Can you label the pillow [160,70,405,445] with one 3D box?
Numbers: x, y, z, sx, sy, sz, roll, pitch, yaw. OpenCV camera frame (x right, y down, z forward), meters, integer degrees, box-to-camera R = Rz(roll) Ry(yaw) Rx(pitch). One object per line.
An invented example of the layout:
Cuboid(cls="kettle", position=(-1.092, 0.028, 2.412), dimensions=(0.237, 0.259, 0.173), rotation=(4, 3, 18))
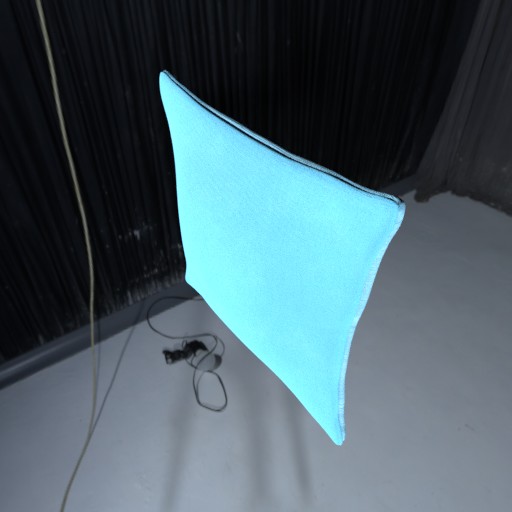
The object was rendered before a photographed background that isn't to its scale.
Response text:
Cuboid(cls="pillow", position=(0.000, 0.000, 0.638), dimensions=(0.151, 0.415, 0.433), rotation=(-26, 47, -27))
